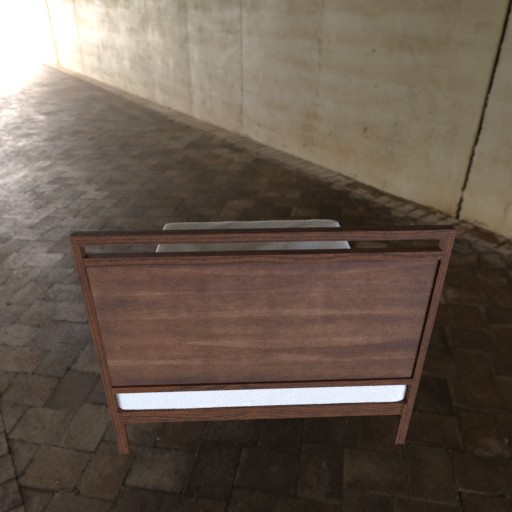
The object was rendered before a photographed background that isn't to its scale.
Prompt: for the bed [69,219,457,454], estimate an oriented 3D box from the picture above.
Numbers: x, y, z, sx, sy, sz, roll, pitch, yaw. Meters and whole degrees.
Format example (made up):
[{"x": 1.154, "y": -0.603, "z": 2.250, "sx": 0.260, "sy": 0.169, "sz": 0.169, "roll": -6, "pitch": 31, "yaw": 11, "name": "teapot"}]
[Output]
[{"x": 0.000, "y": 0.000, "z": 3.338, "sx": 1.765, "sy": 1.487, "sz": 2.218, "roll": -1, "pitch": 29, "yaw": -2, "name": "bed"}]
